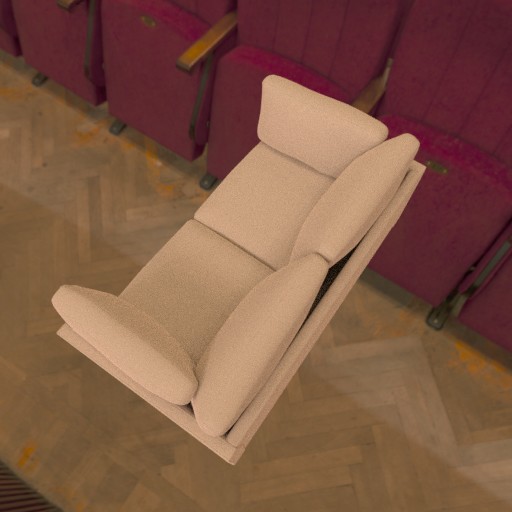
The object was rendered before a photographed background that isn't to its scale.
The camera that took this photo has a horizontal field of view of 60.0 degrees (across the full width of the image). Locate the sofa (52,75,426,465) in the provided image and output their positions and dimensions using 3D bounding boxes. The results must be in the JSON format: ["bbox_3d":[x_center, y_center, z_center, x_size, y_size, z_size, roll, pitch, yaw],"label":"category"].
[{"bbox_3d":[0.000,0.000,2.309,0.970,0.836,1.776,33,68,15],"label":"sofa"}]
